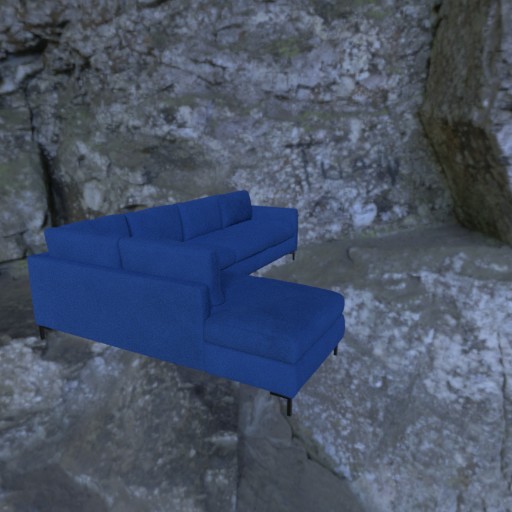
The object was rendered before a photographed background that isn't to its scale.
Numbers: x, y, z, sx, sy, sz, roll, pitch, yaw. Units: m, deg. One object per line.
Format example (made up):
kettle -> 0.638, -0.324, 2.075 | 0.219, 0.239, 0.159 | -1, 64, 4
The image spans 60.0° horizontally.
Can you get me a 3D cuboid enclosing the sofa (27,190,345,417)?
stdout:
sofa -> 0.000, 0.000, 3.829 | 2.007, 0.815, 2.949 | 8, 16, 27
